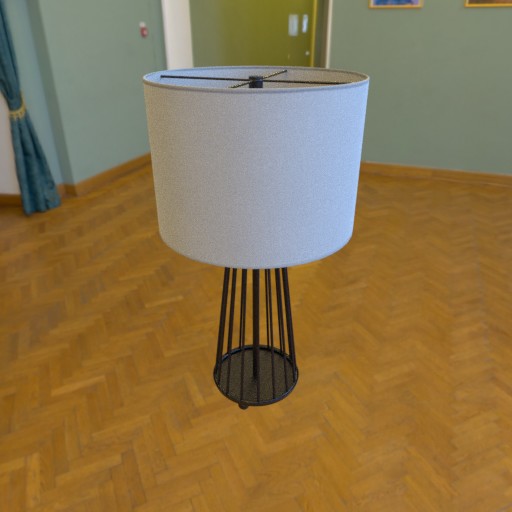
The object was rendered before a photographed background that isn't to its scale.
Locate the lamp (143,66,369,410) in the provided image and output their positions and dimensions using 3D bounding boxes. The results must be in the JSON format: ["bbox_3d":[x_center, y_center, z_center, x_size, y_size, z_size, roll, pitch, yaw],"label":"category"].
[{"bbox_3d":[0.000,0.000,0.780,0.322,0.593,0.322,9,29,17],"label":"lamp"}]
